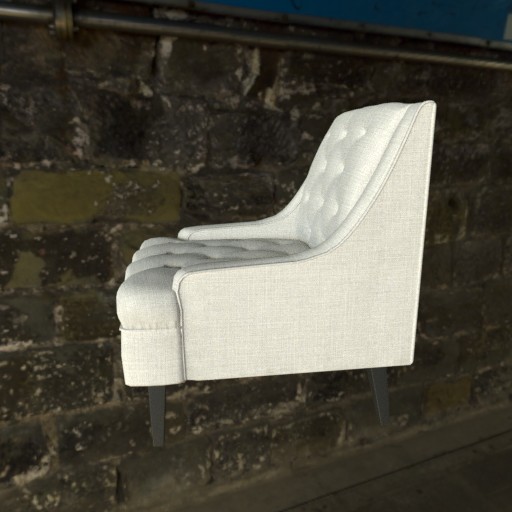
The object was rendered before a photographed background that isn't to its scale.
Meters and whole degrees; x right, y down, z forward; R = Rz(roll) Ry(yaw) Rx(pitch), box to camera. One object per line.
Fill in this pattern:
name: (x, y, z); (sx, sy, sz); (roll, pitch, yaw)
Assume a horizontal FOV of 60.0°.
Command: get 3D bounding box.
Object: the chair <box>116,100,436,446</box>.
chair: (0.000, 0.000, 1.383); (0.772, 0.891, 0.658); (-2, 14, -8)
